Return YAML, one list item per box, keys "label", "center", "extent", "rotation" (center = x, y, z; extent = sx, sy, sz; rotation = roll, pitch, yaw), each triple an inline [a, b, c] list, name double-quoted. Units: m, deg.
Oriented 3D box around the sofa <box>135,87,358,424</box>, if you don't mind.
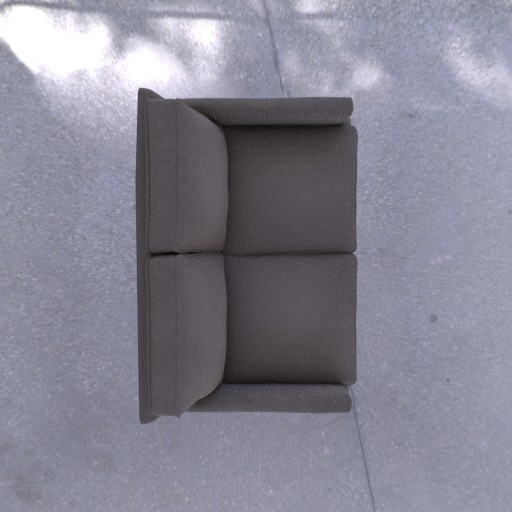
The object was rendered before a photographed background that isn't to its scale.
- label: "sofa"
  center: [0.000, 0.000, 2.330]
  extent: [1.084, 1.003, 1.597]
  rotation: [0, 91, -1]
